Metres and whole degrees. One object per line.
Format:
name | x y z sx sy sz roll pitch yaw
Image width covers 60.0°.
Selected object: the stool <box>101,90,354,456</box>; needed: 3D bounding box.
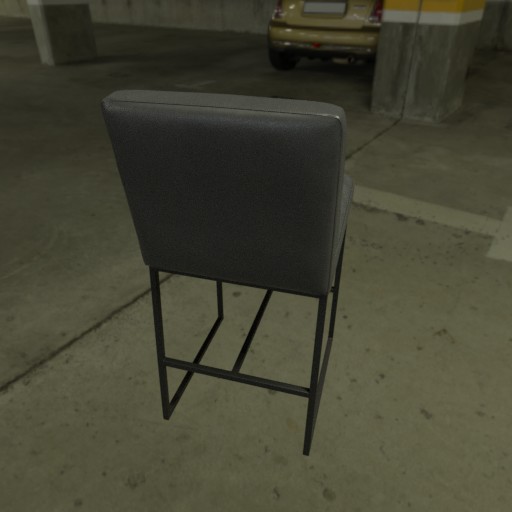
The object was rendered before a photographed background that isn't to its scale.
stool | 0.000 0.000 1.212 0.457 0.938 0.552 9 33 14
